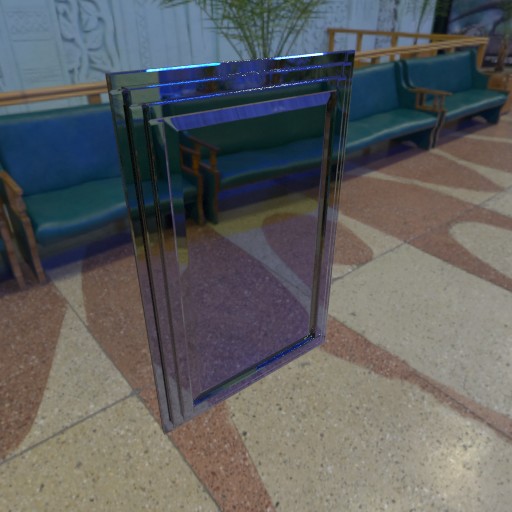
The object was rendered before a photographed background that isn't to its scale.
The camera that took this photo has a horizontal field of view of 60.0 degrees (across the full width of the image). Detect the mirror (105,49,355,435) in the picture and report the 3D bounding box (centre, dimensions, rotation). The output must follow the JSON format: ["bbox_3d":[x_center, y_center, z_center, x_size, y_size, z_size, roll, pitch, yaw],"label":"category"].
[{"bbox_3d":[0.000,0.000,1.123,0.613,0.914,0.039,-21,37,-32],"label":"mirror"}]
